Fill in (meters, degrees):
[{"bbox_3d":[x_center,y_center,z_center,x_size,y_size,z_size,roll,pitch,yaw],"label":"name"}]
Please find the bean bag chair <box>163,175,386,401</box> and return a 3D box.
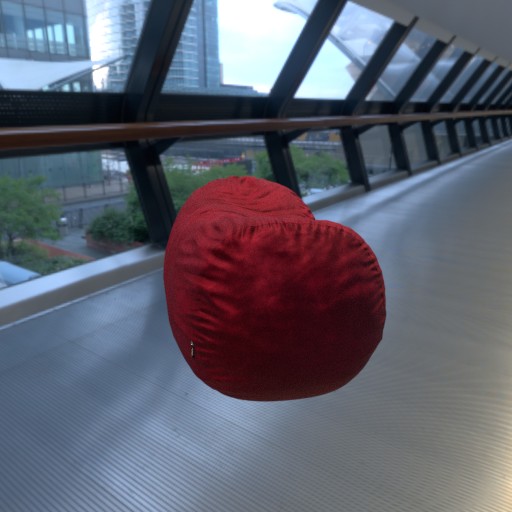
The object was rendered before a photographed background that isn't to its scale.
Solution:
[{"bbox_3d":[0.000,0.000,2.926,1.216,0.867,2.293,-3,17,-9],"label":"bean bag chair"}]
